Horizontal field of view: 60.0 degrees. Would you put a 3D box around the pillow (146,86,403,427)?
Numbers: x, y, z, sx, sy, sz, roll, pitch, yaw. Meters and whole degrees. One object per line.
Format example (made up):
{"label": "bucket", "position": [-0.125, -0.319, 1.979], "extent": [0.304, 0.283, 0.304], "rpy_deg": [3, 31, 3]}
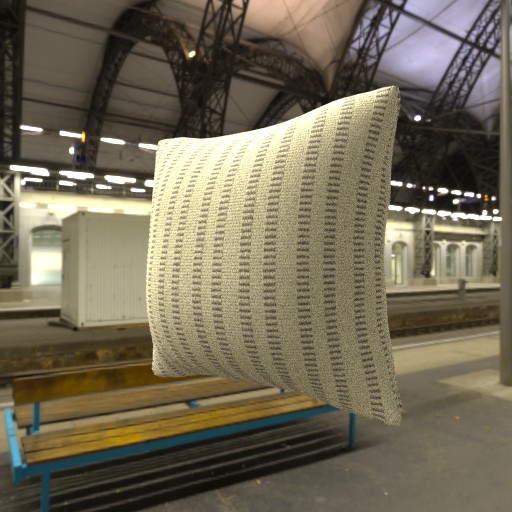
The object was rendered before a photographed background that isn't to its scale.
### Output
{"label": "pillow", "position": [0.000, 0.000, 0.667], "extent": [0.438, 0.419, 0.247], "rpy_deg": [-1, -1, 36]}
